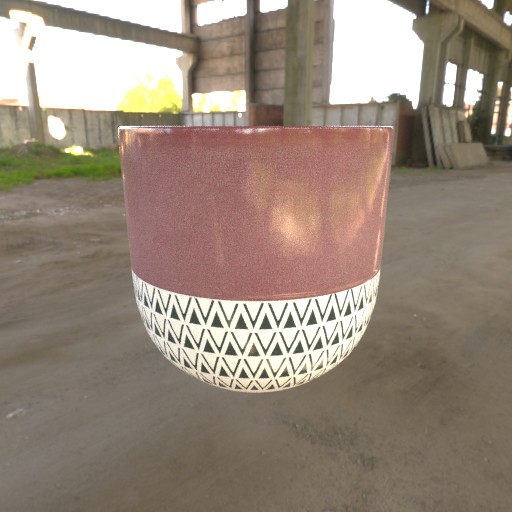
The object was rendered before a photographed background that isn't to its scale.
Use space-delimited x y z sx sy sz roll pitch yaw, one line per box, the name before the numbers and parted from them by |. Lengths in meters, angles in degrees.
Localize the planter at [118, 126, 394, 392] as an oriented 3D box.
planter | 0.000 0.000 0.482 0.266 0.270 0.266 0 16 0
